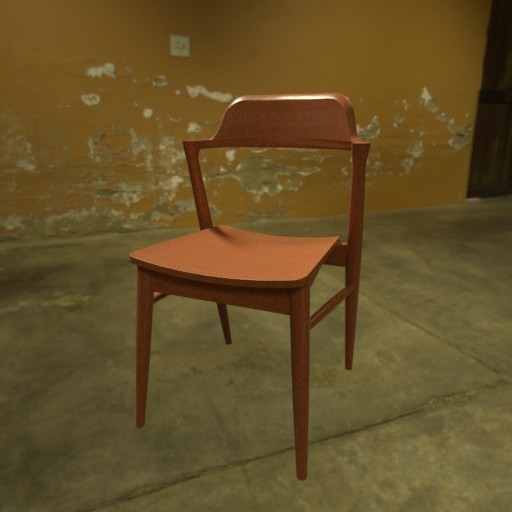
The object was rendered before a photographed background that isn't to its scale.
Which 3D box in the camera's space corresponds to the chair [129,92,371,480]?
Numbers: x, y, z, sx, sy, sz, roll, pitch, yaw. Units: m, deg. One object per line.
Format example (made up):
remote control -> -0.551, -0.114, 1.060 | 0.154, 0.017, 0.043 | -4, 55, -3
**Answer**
chair -> 0.000, 0.000, 1.120 | 0.496, 0.801, 0.499 | 7, 18, 23
